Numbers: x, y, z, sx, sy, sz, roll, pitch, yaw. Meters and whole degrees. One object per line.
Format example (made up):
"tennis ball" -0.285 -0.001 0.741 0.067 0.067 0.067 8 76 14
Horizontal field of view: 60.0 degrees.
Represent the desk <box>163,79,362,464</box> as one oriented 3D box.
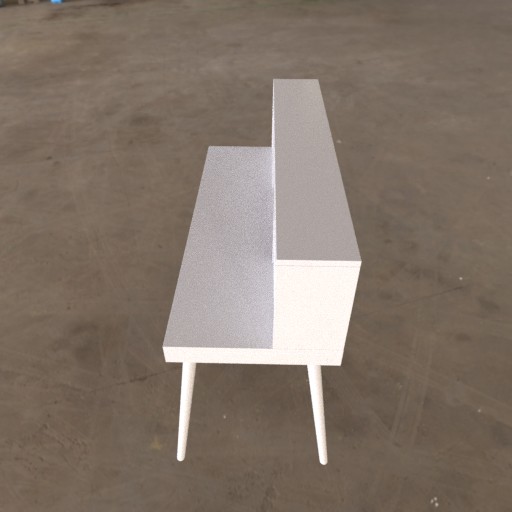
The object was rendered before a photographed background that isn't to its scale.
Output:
"desk" 0.000 0.000 1.775 0.559 0.990 1.199 1 40 1
